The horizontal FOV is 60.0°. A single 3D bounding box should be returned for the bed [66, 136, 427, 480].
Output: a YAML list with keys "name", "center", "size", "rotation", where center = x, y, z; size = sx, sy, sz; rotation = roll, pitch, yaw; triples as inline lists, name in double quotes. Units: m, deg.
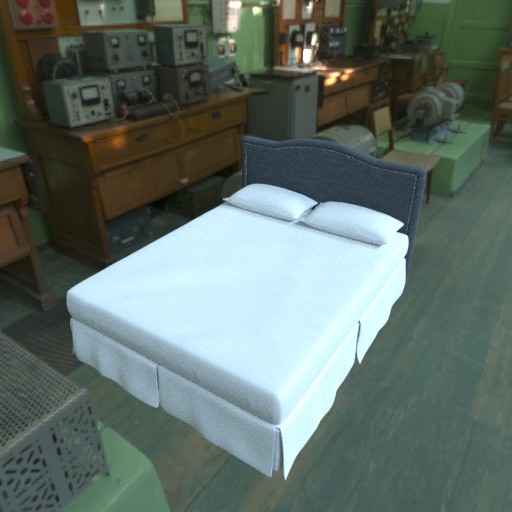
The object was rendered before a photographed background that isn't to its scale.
- name: "bed"
  center: [0.000, 0.000, 3.952]
  size: [2.161, 1.457, 2.689]
  rotation: [18, 35, 28]
